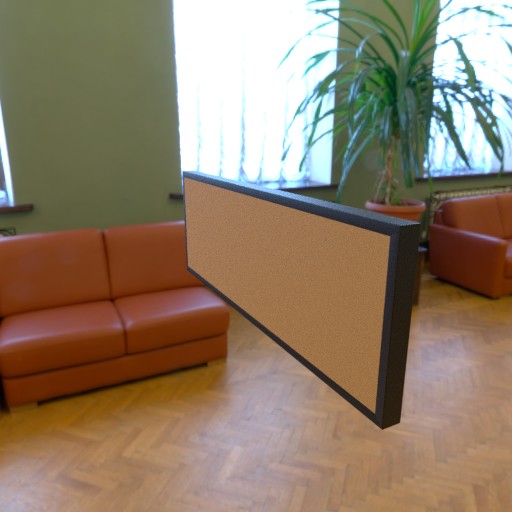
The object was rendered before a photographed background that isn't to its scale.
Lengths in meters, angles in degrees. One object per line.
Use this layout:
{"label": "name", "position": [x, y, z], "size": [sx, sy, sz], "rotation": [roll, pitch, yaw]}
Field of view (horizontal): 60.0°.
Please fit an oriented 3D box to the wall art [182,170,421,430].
{"label": "wall art", "position": [0.000, 0.000, 0.977], "size": [0.037, 0.303, 0.860], "rotation": [-8, 18, -26]}
